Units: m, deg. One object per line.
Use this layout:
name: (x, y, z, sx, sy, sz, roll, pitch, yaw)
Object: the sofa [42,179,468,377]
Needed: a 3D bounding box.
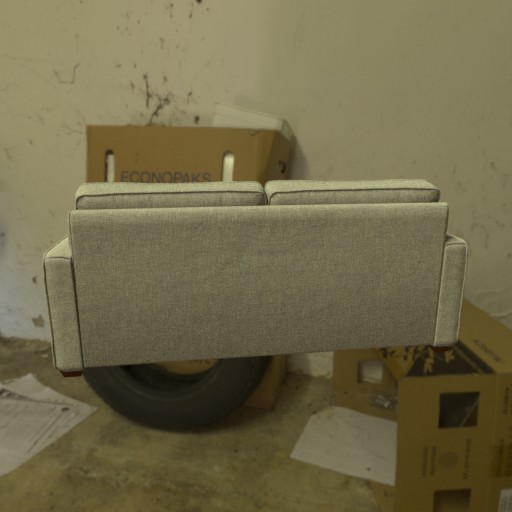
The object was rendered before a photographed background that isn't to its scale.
sofa: (0.000, 0.000, 2.564, 2.078, 0.918, 0.945, -2, 15, -8)
